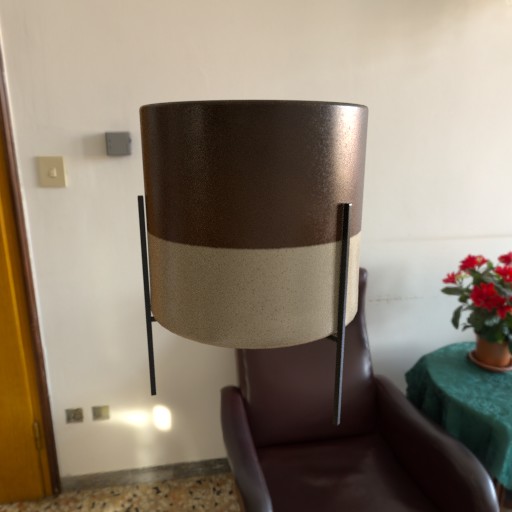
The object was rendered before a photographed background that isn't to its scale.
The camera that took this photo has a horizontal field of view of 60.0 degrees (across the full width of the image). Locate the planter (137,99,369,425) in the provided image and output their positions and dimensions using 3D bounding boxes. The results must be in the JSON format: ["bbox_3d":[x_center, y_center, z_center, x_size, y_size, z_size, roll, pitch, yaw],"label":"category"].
[{"bbox_3d":[0.000,0.000,0.735,0.354,0.465,0.345,14,21,43],"label":"planter"}]
